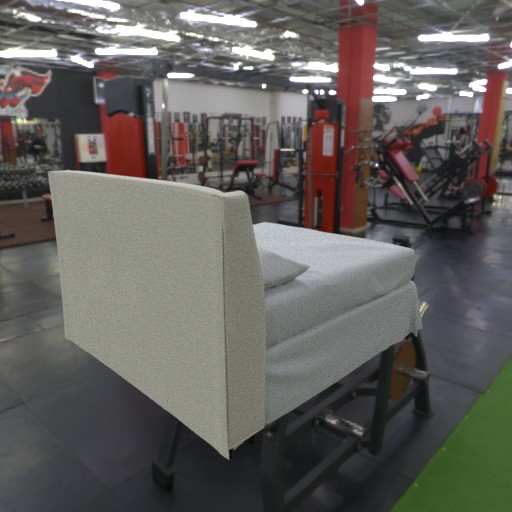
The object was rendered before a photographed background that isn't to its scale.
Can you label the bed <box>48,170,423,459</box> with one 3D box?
[{"bbox_3d":[0.000,0.000,3.384,2.276,1.332,1.925,-14,21,-43],"label":"bed"}]
